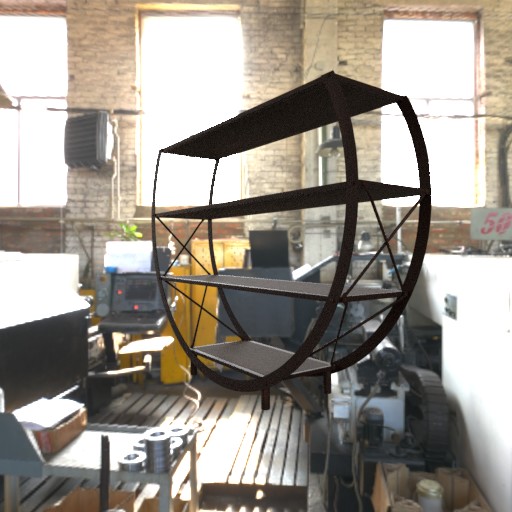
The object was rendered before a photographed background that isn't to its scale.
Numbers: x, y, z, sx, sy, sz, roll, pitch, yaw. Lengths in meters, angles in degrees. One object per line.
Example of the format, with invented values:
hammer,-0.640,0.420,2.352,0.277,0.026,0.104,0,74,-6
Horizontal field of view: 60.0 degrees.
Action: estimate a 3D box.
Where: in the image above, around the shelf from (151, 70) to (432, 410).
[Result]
shelf,0.000,0.000,1.849,0.344,1.063,1.403,0,1,-36
